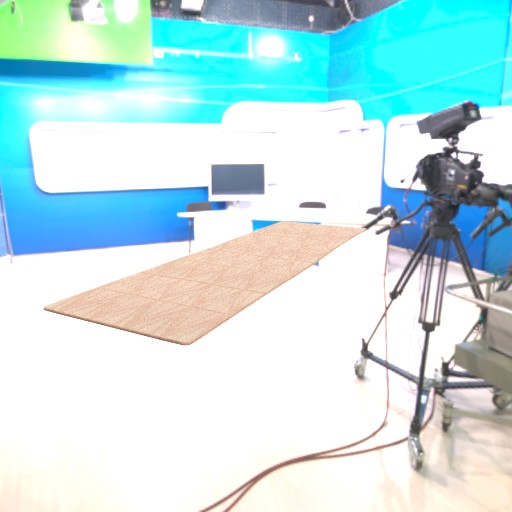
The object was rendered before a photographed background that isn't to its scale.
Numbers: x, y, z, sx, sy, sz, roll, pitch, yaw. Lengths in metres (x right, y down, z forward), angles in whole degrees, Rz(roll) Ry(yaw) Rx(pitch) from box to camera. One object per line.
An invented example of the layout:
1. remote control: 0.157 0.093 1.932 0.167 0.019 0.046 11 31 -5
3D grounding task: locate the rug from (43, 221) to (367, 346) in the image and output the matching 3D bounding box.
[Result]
1. rug: 0.000 0.000 2.721 0.760 0.015 2.435 7 16 27
